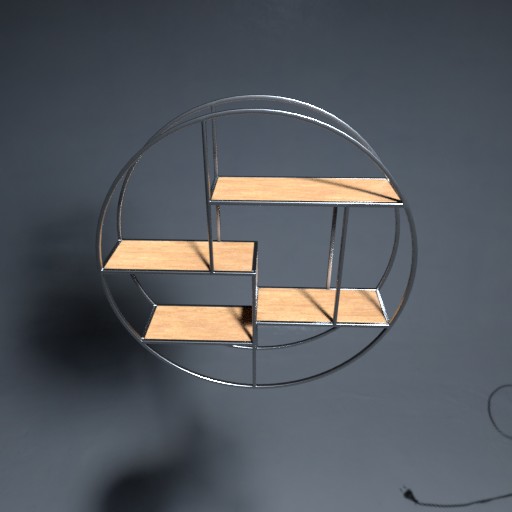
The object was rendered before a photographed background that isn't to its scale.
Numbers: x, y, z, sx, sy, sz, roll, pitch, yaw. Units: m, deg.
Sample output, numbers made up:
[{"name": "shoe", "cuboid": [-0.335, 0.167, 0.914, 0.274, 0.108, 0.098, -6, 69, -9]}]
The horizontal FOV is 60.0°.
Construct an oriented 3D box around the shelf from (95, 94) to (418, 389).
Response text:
[{"name": "shelf", "cuboid": [0.000, 0.000, 1.325, 0.888, 0.888, 0.202, 1, 29, 2]}]
